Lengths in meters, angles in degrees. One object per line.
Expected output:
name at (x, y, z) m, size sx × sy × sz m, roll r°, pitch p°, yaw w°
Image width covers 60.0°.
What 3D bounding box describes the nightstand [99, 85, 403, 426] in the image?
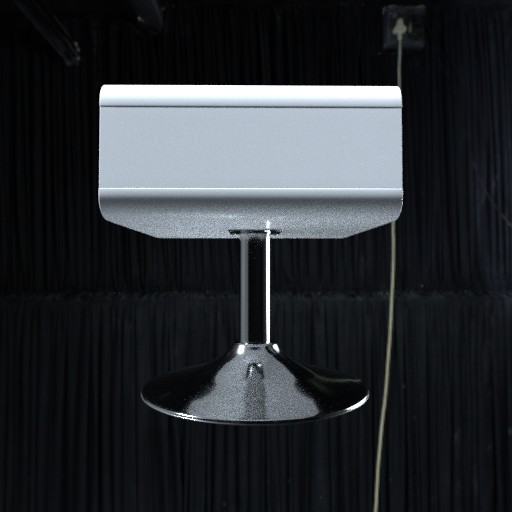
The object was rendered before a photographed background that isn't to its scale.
nightstand at (0.000, 0.000, 0.761) m, size 0.404 × 0.447 × 0.399 m, roll 0°, pitch -2°, yaw -1°
